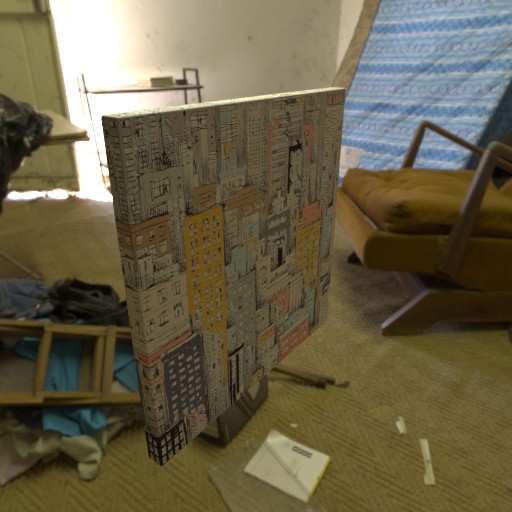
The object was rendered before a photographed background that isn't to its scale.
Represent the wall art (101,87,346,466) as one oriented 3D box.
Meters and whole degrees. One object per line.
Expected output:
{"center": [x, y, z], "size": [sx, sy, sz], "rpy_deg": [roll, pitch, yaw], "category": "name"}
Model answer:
{"center": [0.000, 0.000, 0.900], "size": [0.038, 0.608, 0.607], "rpy_deg": [18, 30, 34], "category": "wall art"}
